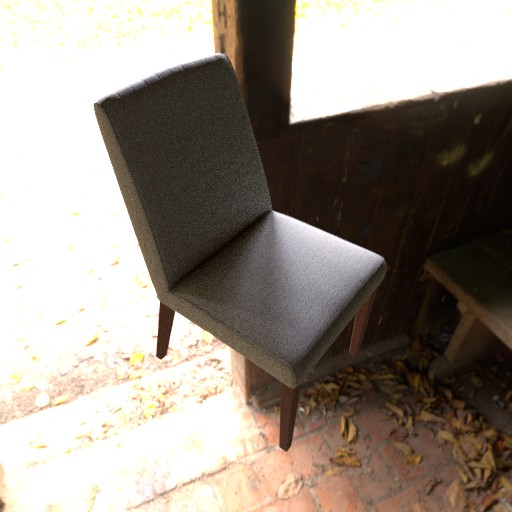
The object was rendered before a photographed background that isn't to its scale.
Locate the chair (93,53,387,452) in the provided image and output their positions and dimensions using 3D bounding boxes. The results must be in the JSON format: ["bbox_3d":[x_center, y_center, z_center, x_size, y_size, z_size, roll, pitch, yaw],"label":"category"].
[{"bbox_3d":[0.000,0.000,1.231,0.594,0.900,0.480,27,48,27],"label":"chair"}]
